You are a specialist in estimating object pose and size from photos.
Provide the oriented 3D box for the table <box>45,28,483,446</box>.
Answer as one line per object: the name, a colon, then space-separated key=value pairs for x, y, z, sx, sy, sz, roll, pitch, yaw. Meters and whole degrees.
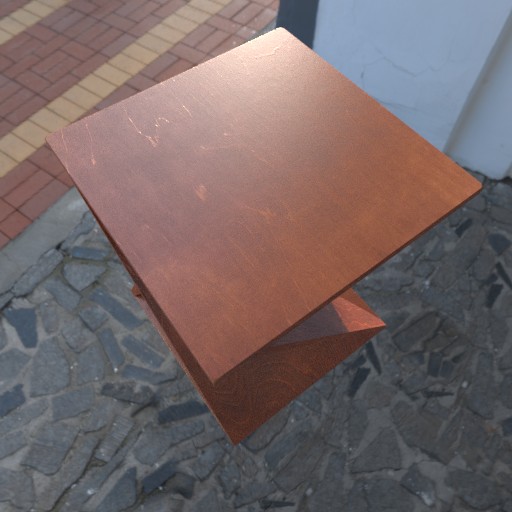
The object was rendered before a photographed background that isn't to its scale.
table: x=0.000 y=0.000 z=0.827 sx=0.427 sy=0.520 sz=0.427 roll=-33 pitch=65 yaw=-17
